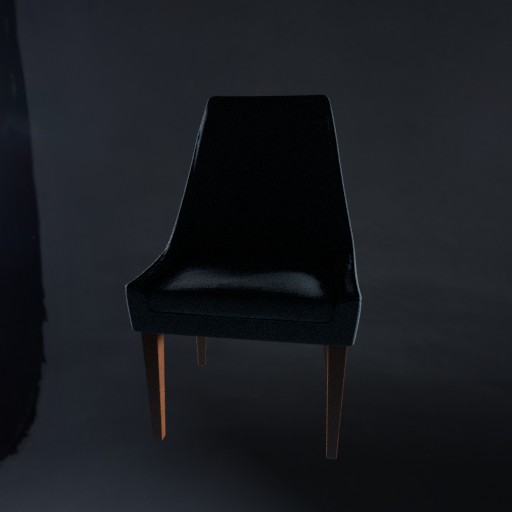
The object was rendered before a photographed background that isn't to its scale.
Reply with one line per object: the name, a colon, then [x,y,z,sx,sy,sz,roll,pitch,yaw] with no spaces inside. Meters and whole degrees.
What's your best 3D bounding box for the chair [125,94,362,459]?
chair: [0.000,0.000,1.204,0.529,0.861,0.544,2,15,9]
